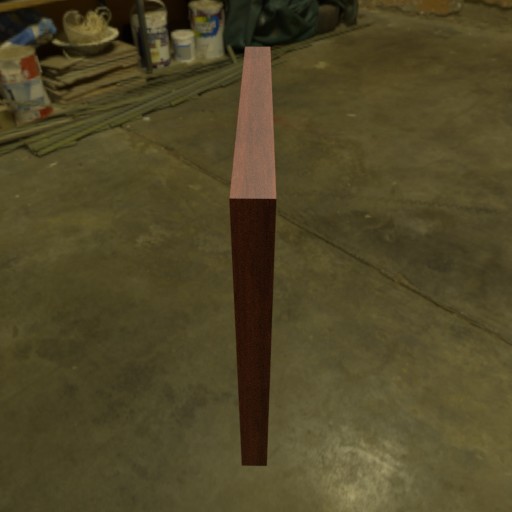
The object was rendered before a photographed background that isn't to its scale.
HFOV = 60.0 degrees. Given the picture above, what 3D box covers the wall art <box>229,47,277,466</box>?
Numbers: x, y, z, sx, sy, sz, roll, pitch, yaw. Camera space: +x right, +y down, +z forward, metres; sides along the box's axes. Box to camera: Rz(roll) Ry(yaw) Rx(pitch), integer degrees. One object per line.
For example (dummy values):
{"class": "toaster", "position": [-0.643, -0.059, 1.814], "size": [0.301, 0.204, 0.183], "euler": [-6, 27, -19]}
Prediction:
{"class": "wall art", "position": [0.000, 0.000, 0.533], "size": [0.030, 0.381, 0.330], "euler": [0, 41, 1]}
